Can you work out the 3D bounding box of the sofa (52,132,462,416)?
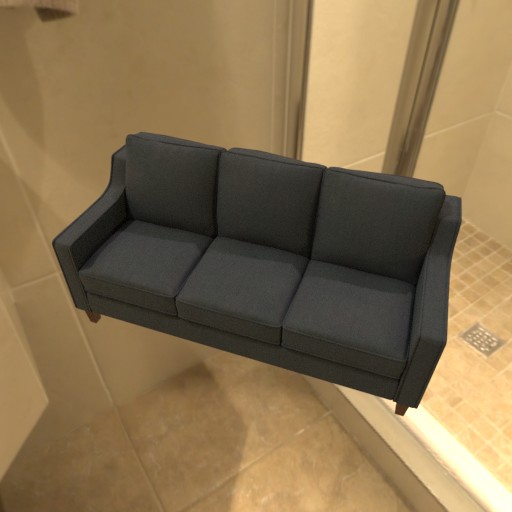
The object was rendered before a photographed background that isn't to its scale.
[{"bbox_3d":[0.000,0.000,2.493,1.986,0.974,0.911,13,43,15],"label":"sofa"}]
